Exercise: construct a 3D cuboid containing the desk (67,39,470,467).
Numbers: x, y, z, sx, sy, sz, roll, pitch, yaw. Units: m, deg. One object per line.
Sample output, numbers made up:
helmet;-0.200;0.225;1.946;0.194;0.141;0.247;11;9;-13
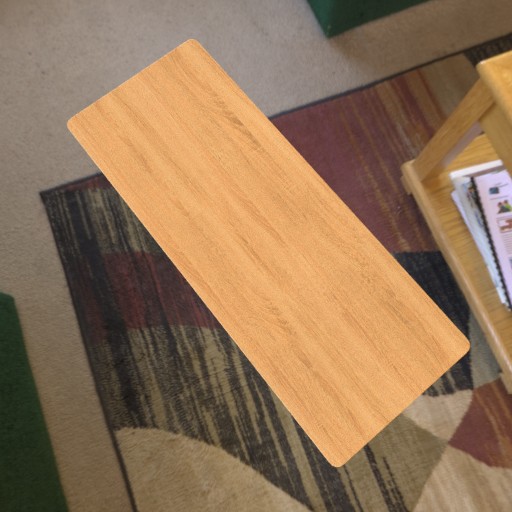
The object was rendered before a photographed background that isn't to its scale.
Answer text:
desk;0.000;0.000;1.786;0.550;0.760;1.400;-38;79;-9
